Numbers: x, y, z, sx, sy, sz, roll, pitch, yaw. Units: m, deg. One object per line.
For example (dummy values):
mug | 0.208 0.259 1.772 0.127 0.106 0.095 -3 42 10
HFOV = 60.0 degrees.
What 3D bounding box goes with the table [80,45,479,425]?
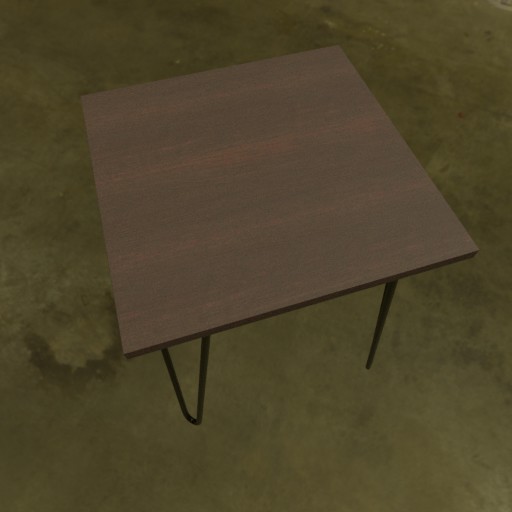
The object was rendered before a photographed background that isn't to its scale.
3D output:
table | 0.000 0.000 0.938 0.495 0.559 0.495 -15 60 -9
